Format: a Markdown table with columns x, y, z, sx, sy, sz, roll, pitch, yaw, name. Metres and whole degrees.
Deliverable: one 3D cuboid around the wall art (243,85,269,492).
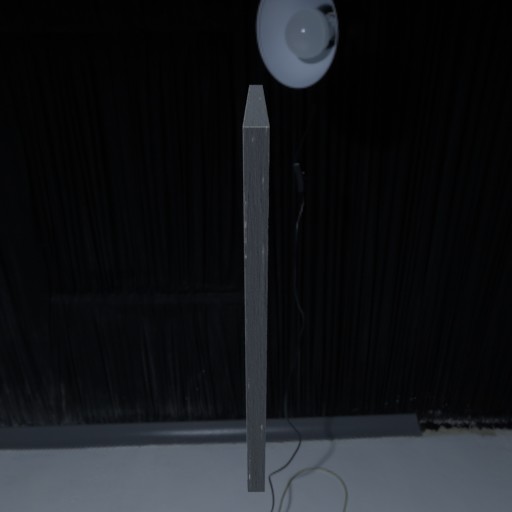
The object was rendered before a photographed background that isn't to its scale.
| x | y | z | sx | sy | sz | roll | pitch | yaw | name |
| --- | --- | --- | --- | --- | --- | --- | --- | --- | --- |
| 0.000 | 0.000 | 1.131 | 0.037 | 0.761 | 0.761 | 0 | 25 | 0 | wall art |
